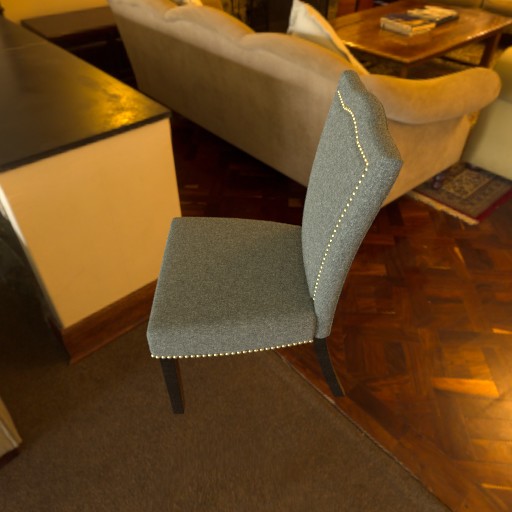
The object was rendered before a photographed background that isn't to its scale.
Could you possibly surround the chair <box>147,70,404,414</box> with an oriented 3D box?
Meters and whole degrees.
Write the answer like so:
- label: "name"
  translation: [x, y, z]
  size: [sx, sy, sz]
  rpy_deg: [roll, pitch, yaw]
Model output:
- label: "chair"
  translation: [0.000, 0.000, 1.305]
  size: [0.589, 0.946, 0.518]
  rpy_deg: [0, 41, -1]
